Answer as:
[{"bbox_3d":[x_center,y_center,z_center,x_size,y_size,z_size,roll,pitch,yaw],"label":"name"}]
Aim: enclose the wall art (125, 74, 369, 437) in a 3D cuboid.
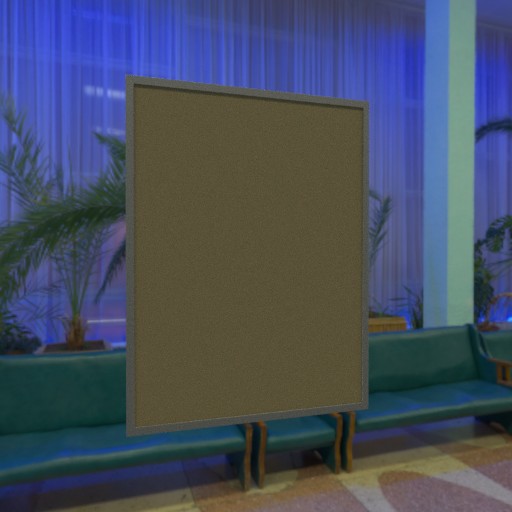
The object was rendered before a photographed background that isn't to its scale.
[{"bbox_3d":[0.000,0.000,1.402,0.789,1.042,0.034,0,1,-17],"label":"wall art"}]
